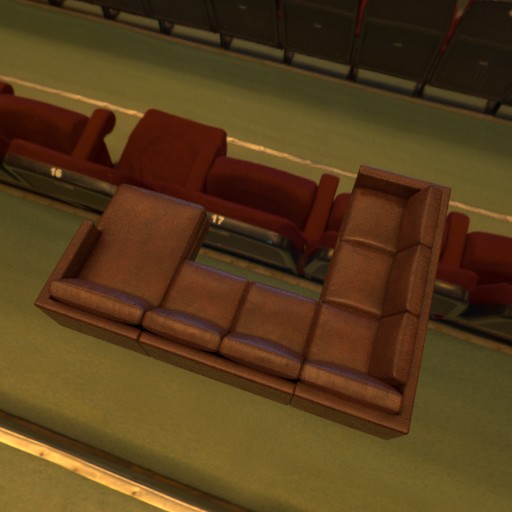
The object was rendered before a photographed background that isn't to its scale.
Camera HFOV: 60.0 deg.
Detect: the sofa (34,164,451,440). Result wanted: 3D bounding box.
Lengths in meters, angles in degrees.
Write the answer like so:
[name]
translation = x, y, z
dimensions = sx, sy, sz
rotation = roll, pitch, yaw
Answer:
[sofa]
translation = 0.000, 0.000, 4.435
dimensions = 3.324, 0.891, 2.452
rotation = 17, 65, 8
